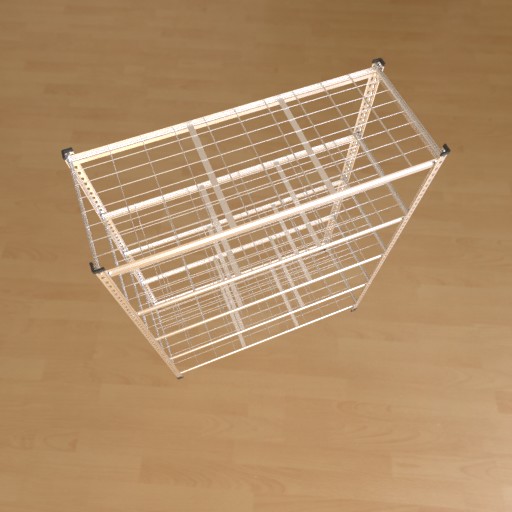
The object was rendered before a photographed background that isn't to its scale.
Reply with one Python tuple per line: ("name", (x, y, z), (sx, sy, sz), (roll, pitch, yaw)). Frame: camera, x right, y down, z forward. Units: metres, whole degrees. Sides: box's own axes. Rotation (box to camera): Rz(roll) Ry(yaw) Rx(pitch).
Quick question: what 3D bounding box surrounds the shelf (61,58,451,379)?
("shelf", (0.000, 0.000, 2.745), (1.524, 1.981, 0.610), (-20, 65, -9))
